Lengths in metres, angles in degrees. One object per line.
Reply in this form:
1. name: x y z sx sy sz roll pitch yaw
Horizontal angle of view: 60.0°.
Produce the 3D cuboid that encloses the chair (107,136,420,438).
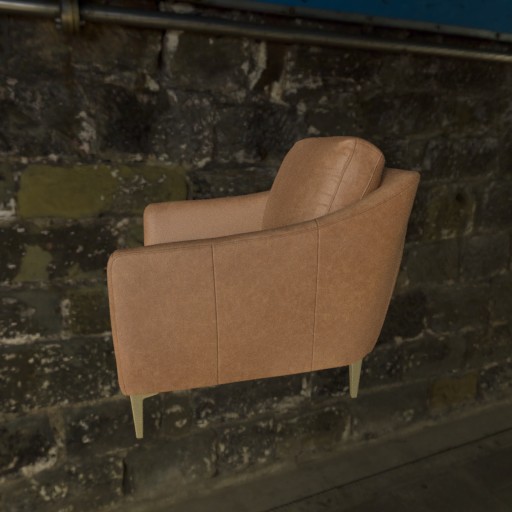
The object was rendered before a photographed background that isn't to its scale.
1. chair: 0.000 0.000 1.720 0.963 0.895 0.988 -2 14 -8
